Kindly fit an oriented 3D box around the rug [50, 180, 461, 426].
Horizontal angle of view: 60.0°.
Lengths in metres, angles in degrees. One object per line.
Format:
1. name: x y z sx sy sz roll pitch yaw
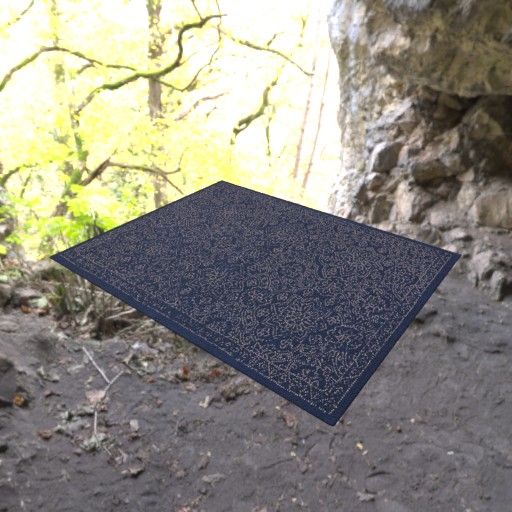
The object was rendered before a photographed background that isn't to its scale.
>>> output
1. rug: 0.000 0.000 4.186 3.048 0.010 2.438 22 38 32
